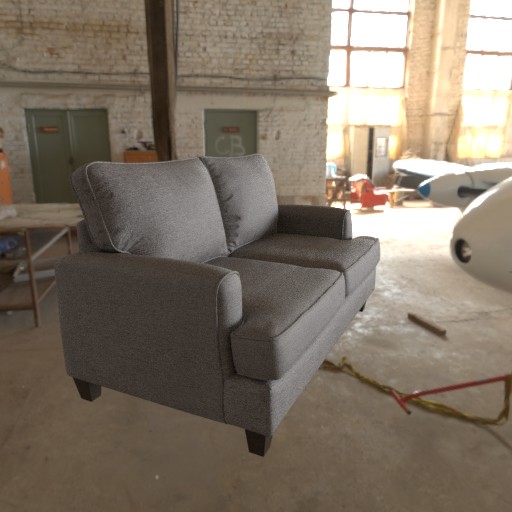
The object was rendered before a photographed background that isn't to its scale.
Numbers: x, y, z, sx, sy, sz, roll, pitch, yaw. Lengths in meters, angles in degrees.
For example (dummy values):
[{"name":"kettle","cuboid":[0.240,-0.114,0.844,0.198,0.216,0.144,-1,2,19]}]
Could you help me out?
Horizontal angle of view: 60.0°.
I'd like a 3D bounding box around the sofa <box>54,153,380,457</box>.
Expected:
[{"name":"sofa","cuboid":[0.000,0.000,2.210,0.965,0.965,1.651,7,16,25]}]
